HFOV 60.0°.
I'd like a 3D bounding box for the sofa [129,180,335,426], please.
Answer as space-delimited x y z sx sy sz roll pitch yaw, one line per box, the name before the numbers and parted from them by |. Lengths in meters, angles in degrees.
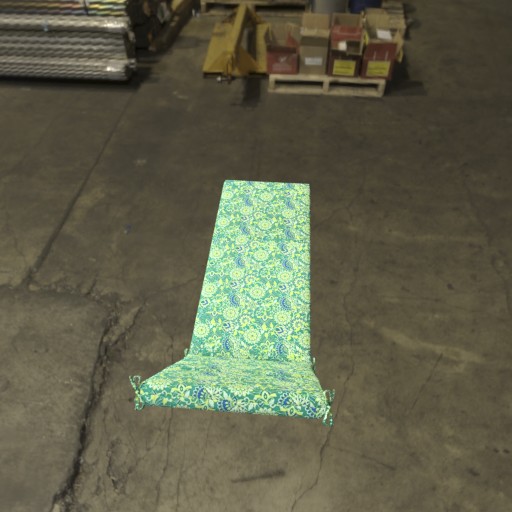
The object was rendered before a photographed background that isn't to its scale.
sofa | 0.000 0.000 1.929 0.582 0.622 1.663 3 48 3
